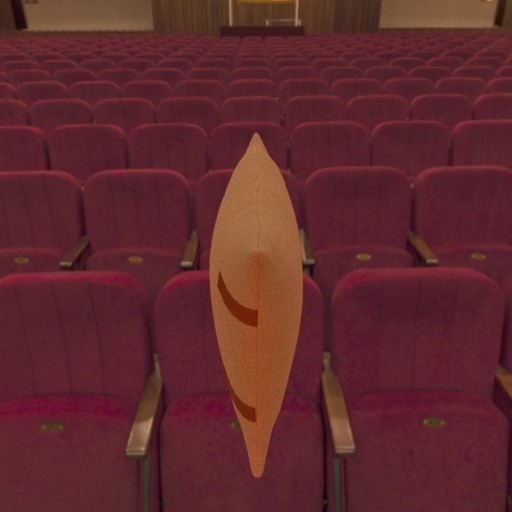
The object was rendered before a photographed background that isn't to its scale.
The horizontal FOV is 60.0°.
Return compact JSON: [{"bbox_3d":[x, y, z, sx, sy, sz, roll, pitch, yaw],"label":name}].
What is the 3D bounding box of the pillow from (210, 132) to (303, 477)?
[{"bbox_3d":[0.000,0.000,0.747,0.148,0.308,0.612,0,26,0],"label":"pillow"}]
